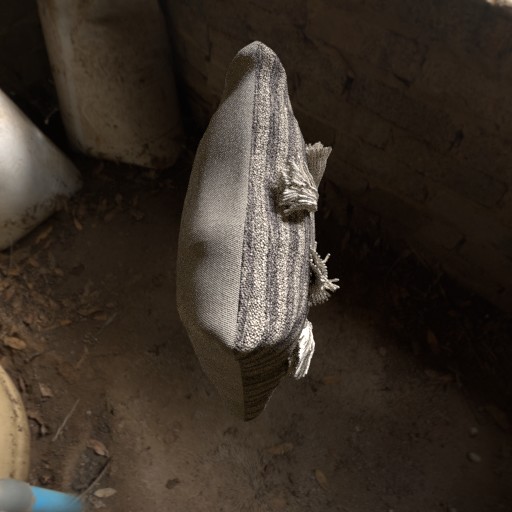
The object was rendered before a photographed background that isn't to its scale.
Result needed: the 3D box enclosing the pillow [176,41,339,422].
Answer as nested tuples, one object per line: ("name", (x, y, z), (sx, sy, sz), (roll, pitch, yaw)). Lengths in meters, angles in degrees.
("pillow", (0.000, 0.000, 0.765), (0.234, 0.490, 0.484), (3, 62, 1))
